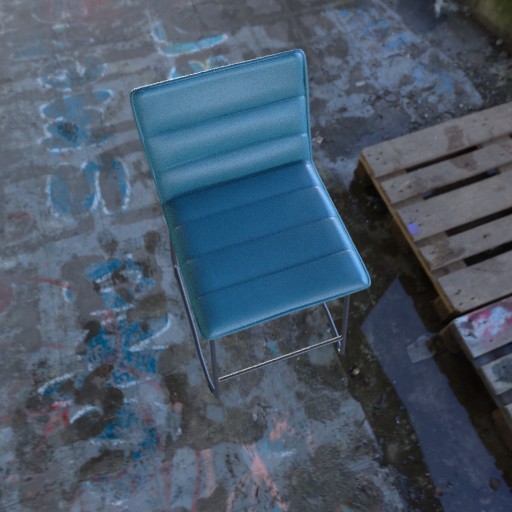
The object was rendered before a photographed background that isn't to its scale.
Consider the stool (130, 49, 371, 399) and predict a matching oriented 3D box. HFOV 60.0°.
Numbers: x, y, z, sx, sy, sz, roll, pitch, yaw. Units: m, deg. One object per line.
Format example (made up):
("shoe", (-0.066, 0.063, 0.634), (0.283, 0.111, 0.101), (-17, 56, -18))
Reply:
("stool", (0.000, 0.000, 1.209), (0.489, 0.866, 0.524), (-17, 65, -8))
